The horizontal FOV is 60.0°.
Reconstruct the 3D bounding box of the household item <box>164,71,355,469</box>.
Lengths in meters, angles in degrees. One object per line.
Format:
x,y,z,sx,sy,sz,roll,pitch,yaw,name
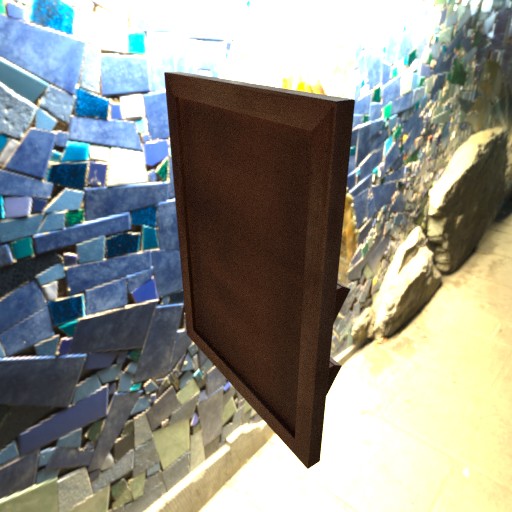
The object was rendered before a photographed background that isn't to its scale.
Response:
0.000,0.000,0.551,0.067,0.407,0.310,-17,32,-30,household item
